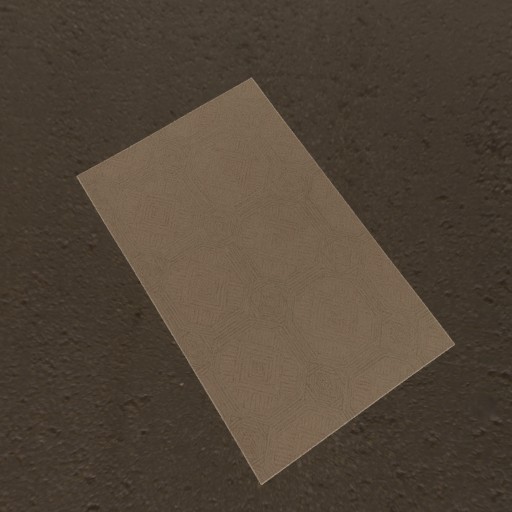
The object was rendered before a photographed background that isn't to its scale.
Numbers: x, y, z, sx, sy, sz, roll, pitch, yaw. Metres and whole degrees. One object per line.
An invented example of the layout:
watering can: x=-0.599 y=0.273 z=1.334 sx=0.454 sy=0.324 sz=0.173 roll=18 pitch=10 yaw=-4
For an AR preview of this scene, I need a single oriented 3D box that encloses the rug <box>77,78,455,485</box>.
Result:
rug: x=0.000 y=0.000 z=3.065 sx=1.524 sy=0.008 sz=2.440 roll=-32 pitch=77 yaw=-8
